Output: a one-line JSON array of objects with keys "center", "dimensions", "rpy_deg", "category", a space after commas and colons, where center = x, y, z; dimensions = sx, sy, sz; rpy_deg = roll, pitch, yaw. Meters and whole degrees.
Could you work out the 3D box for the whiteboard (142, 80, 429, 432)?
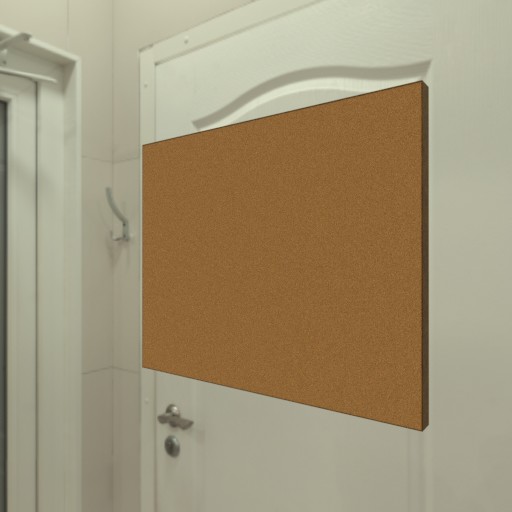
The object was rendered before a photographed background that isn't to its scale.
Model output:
[{"center": [0.000, 0.000, 0.755], "dimensions": [0.561, 0.457, 0.029], "rpy_deg": [0, 0, 37], "category": "whiteboard"}]
